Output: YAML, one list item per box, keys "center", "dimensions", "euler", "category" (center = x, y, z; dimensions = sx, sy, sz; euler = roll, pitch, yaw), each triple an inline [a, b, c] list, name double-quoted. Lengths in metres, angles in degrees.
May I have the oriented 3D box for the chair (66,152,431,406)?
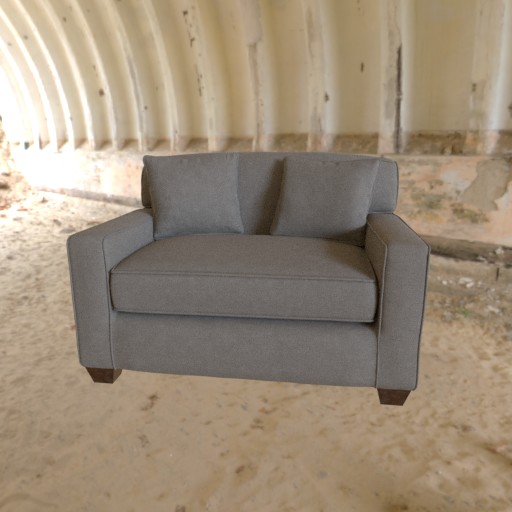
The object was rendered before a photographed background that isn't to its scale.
- center: [0.000, 0.000, 2.113]
  dimensions: [1.395, 0.953, 0.992]
  euler: [2, 14, 8]
  category: "chair"
